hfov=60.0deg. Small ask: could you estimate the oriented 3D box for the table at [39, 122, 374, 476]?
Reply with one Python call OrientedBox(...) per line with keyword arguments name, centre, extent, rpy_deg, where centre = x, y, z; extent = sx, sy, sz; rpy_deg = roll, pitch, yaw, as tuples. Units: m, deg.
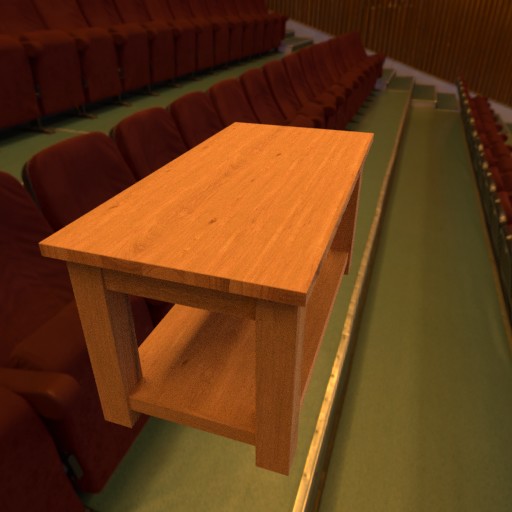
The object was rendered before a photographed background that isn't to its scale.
OrientedBox(name="table", centre=(0.000, 0.000, 1.146), extent=(0.450, 0.452, 0.899), rpy_deg=(10, 31, 16))
